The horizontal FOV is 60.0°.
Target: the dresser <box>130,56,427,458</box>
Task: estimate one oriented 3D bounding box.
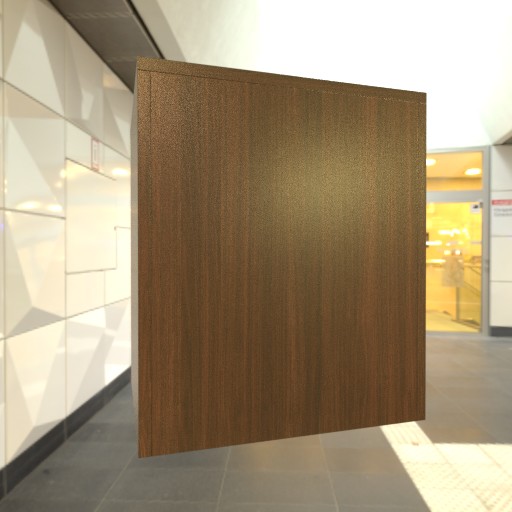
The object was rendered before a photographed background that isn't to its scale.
[{"bbox_3d":[0.000,0.000,0.749,0.400,0.470,0.360,0,1,-17],"label":"dresser"}]
